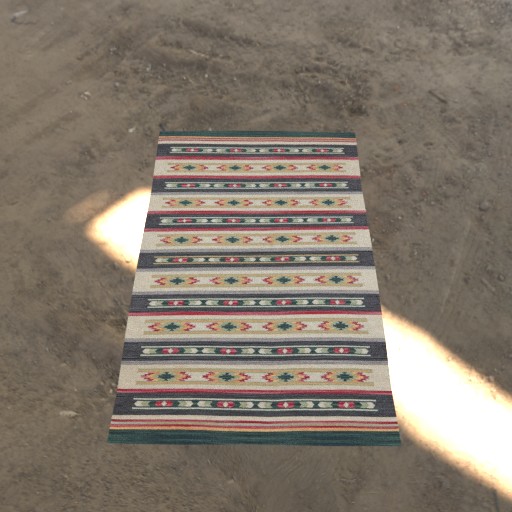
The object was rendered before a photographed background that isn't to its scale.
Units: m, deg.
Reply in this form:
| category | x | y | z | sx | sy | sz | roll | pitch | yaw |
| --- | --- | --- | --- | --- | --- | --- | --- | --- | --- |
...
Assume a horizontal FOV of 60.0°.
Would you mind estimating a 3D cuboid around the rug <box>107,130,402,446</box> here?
| category | x | y | z | sx | sy | sz | roll | pitch | yaw |
| --- | --- | --- | --- | --- | --- | --- | --- | --- | --- |
| rug | 0.000 | 0.000 | 2.300 | 1.221 | 0.009 | 1.825 | 0 | 59 | 0 |
